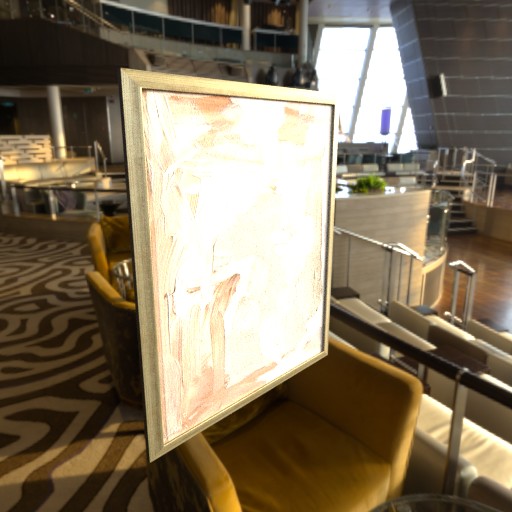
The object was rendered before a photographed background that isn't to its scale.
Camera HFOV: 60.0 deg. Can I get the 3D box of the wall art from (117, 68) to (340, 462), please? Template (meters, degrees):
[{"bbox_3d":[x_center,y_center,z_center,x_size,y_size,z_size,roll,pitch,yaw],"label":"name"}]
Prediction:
[{"bbox_3d":[0.000,0.000,0.907,0.018,0.660,0.559,14,21,41],"label":"wall art"}]
